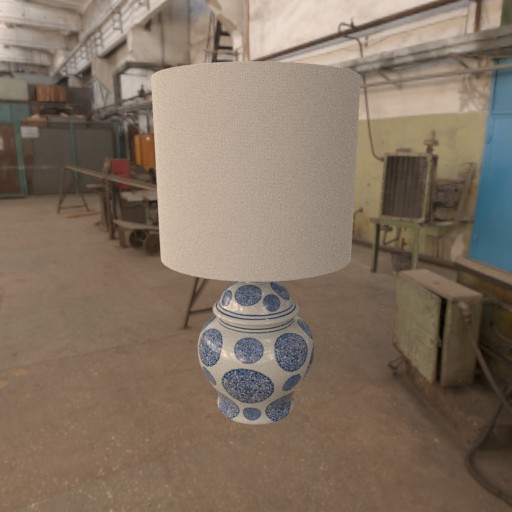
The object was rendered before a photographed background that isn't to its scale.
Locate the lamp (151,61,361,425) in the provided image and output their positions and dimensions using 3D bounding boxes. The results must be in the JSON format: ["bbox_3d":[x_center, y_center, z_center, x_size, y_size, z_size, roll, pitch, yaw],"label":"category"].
[{"bbox_3d":[0.000,0.000,0.512,0.215,0.381,0.215,-7,16,-27],"label":"lamp"}]
